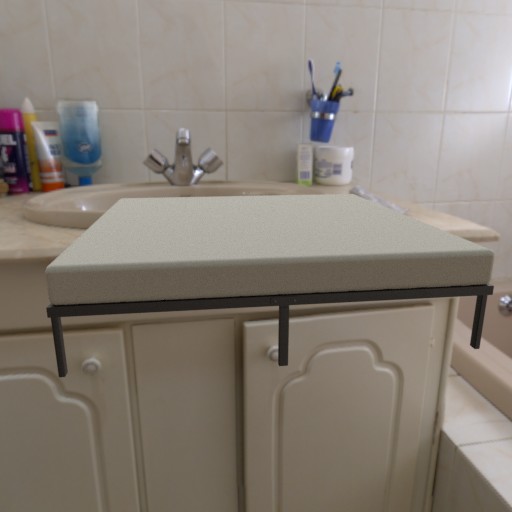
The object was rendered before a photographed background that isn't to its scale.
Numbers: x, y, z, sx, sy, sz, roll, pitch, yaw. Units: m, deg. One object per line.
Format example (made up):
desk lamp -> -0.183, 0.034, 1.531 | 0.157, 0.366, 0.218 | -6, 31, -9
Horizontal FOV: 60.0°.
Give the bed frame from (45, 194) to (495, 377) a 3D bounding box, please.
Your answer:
bed frame -> 0.000, 0.000, 3.791 | 2.635, 0.680, 2.526 | -2, 16, -7
